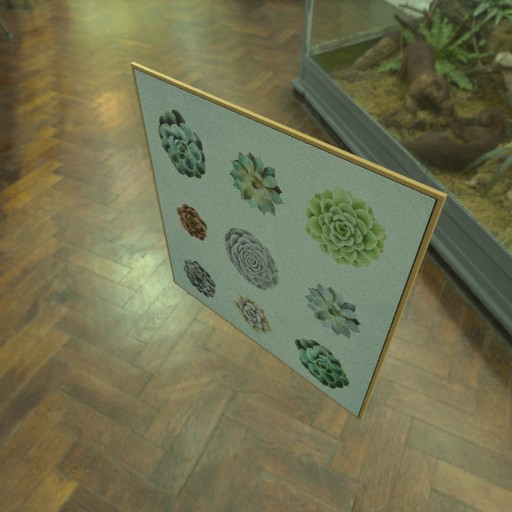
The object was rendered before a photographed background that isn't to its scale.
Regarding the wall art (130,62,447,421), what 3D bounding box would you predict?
[{"bbox_3d":[0.000,0.000,1.407,0.962,0.959,0.013,32,53,28],"label":"wall art"}]
